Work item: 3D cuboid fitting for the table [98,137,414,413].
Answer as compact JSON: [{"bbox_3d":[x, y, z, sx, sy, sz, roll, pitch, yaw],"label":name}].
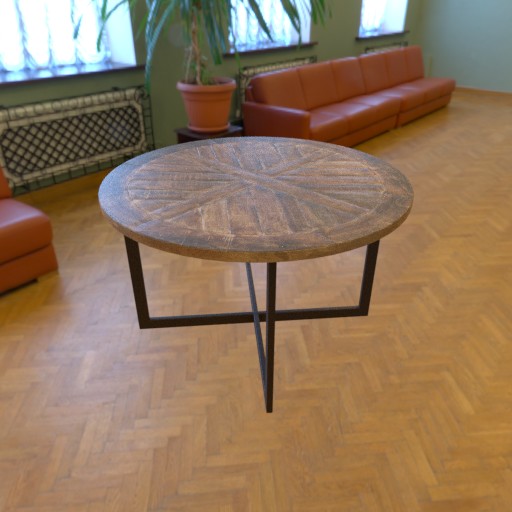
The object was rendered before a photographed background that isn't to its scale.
[{"bbox_3d":[0.000,0.000,2.047,1.264,0.762,1.264,0,30,0],"label":"table"}]
